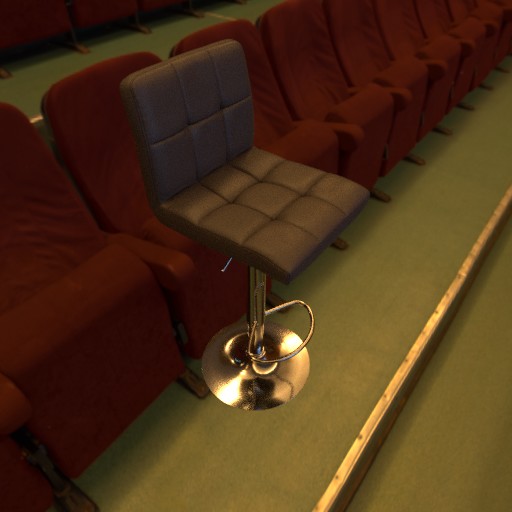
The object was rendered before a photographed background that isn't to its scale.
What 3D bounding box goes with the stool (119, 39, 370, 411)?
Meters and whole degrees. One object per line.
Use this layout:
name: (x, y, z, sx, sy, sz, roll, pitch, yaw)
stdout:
stool: (0.000, 0.000, 1.379, 0.505, 1.115, 0.430, 26, 48, 27)
